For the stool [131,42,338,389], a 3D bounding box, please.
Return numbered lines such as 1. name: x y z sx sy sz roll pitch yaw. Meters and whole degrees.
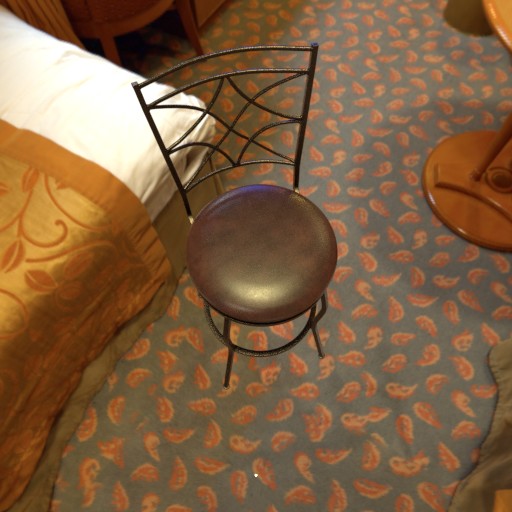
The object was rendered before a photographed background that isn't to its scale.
1. stool: 0.000 0.000 1.399 0.434 1.117 0.534 -16 65 -8
